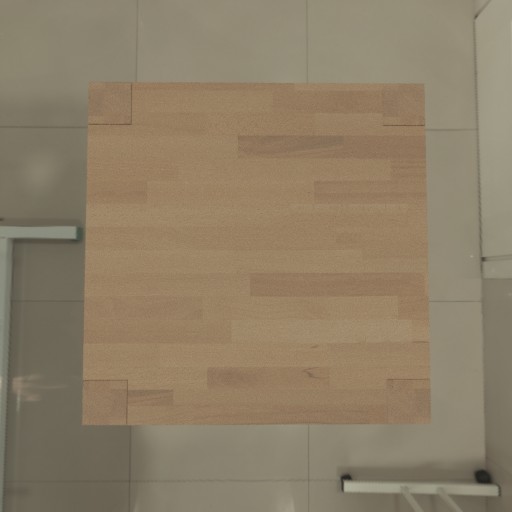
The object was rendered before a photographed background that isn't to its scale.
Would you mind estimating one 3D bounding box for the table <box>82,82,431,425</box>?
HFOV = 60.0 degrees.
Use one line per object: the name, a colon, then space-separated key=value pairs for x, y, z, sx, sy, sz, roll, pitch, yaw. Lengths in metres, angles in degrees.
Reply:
table: x=0.000 y=0.000 z=1.130 sx=0.700 sy=0.451 sz=0.700 roll=0 pitch=87 yaw=-1
